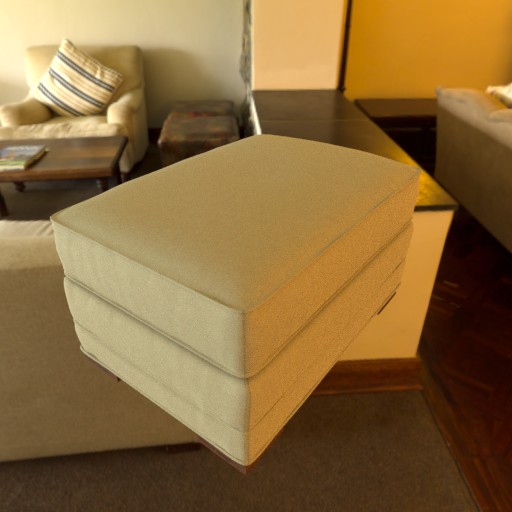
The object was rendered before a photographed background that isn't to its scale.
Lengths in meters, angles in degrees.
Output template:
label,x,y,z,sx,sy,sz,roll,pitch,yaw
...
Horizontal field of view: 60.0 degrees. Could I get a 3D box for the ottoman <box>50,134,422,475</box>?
label,x,y,z,sx,sy,sz,roll,pitch,yaw
ottoman,0.000,0.000,1.229,0.611,0.482,0.848,22,38,31
